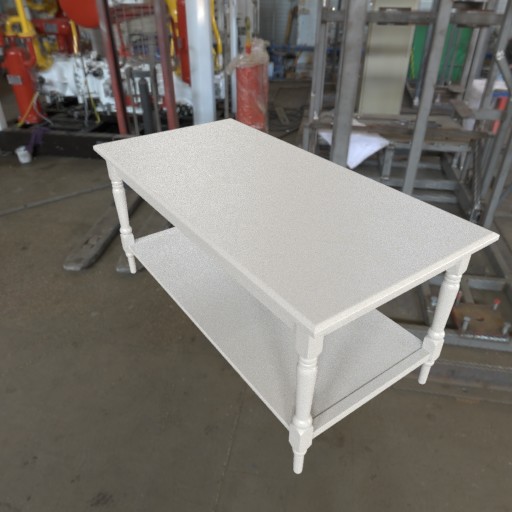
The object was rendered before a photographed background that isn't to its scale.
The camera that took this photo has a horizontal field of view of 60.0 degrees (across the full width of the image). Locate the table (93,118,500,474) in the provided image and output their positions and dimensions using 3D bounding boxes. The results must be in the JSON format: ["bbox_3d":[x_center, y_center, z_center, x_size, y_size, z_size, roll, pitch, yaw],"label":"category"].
[{"bbox_3d":[0.000,0.000,1.371,0.551,0.506,1.109,-21,39,-29],"label":"table"}]
